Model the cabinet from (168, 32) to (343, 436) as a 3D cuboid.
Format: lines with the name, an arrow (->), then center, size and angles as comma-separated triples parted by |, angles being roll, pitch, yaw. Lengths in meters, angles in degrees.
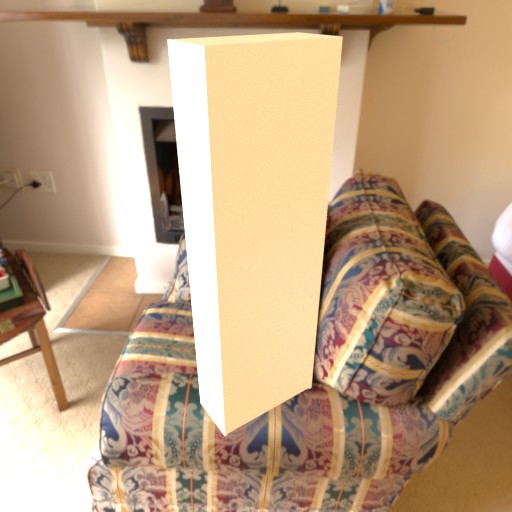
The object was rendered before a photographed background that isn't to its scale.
cabinet -> 0.000, 0.000, 1.840 | 0.520, 1.630, 0.255 | -19, 36, -29
